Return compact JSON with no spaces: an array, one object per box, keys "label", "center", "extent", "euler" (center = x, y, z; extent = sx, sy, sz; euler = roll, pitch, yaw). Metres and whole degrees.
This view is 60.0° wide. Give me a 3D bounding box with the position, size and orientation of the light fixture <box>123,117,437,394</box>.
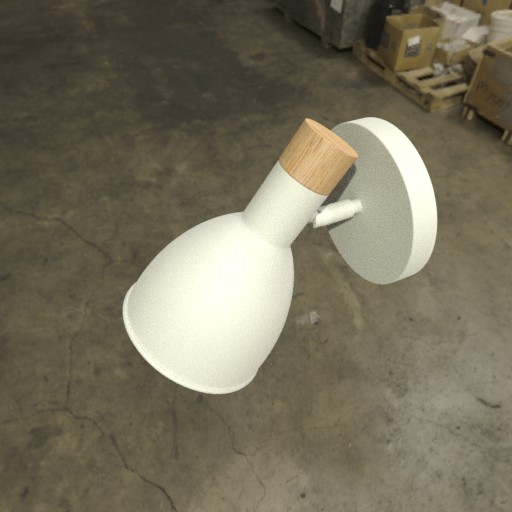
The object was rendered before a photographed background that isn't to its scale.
[{"label":"light fixture","center":[0.000,0.000,0.331],"extent":[0.209,0.199,0.127],"euler":[-18,49,-16]}]
